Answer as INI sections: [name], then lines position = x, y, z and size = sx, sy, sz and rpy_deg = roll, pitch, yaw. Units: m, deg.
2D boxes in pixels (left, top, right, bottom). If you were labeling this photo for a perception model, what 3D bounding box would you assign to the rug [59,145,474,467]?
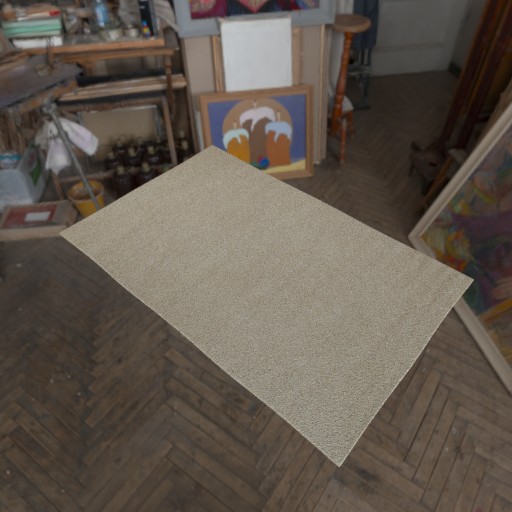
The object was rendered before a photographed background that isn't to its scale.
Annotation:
[rug]
position = 0.000, 0.000, 2.955
size = 2.346, 0.025, 1.500
rpy_deg = 33, 54, 27
